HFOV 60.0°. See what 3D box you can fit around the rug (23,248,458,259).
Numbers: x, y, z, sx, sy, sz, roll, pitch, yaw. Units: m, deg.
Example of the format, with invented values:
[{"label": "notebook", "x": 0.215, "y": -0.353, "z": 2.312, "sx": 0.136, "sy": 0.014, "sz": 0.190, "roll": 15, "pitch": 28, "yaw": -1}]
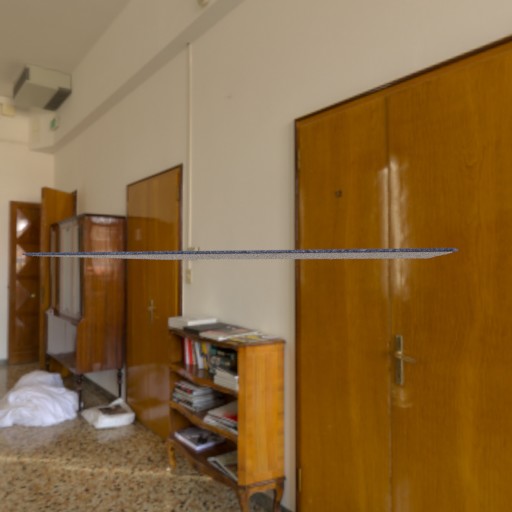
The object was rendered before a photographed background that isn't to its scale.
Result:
[{"label": "rug", "x": 0.000, "y": 0.000, "z": 4.195, "sx": 3.245, "sy": 0.024, "sz": 2.385, "roll": 0, "pitch": -1, "yaw": 17}]
